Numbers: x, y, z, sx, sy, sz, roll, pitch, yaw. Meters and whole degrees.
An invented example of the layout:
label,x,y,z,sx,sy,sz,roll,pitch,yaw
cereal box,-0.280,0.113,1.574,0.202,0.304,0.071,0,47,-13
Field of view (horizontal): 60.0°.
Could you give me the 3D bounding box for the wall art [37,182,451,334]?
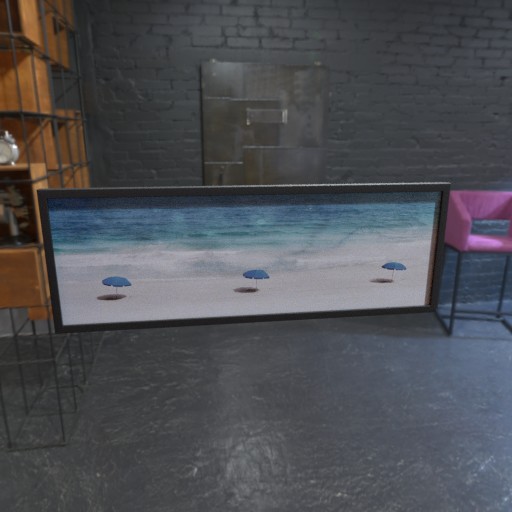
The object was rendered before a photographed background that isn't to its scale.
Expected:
label,x,y,z,sx,sy,sz,roll,pitch,yaw
wall art,0.000,0.000,1.762,1.572,0.554,0.041,-2,15,-8
